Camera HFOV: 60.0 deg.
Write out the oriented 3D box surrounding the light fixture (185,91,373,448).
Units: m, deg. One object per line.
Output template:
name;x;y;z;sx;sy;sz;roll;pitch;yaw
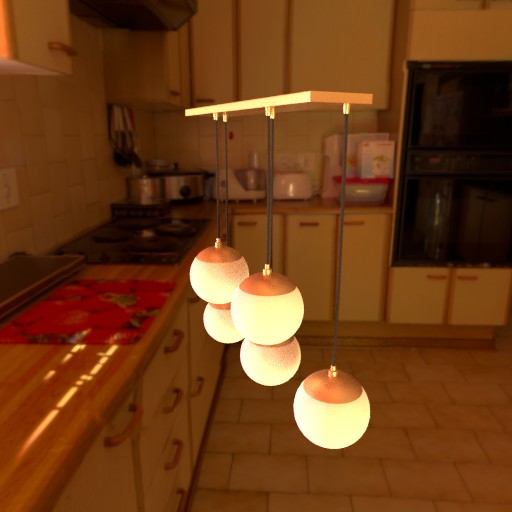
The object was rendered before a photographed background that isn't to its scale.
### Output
light fixture;0.000;0.000;1.336;0.299;0.869;0.863;-8;17;-26
